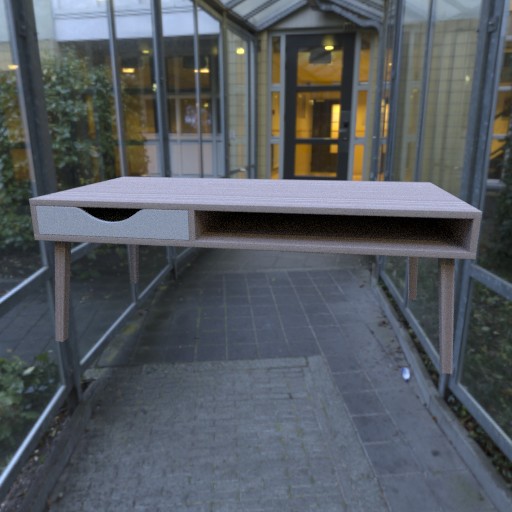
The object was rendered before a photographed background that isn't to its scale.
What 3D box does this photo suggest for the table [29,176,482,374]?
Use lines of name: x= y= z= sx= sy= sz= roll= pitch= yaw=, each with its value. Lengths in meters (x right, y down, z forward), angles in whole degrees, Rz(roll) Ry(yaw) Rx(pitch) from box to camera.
table: x=0.000 y=0.000 z=1.503 sx=1.200 sy=0.450 sz=0.600 roll=3 pitch=16 yaw=9
